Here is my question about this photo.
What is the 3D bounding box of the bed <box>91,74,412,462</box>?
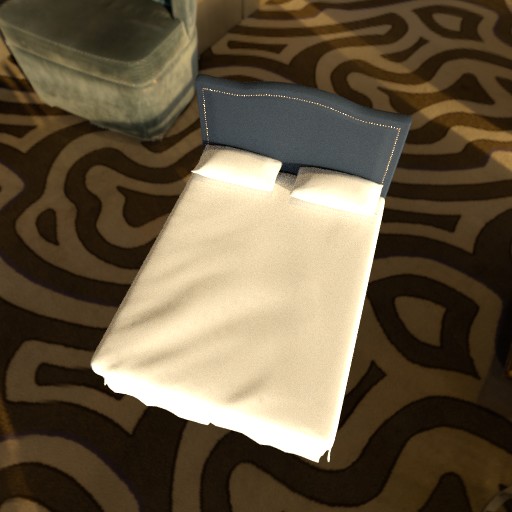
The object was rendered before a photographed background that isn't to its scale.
[{"bbox_3d":[0.000,0.000,3.345,1.821,1.436,2.282,15,58,10],"label":"bed"}]
